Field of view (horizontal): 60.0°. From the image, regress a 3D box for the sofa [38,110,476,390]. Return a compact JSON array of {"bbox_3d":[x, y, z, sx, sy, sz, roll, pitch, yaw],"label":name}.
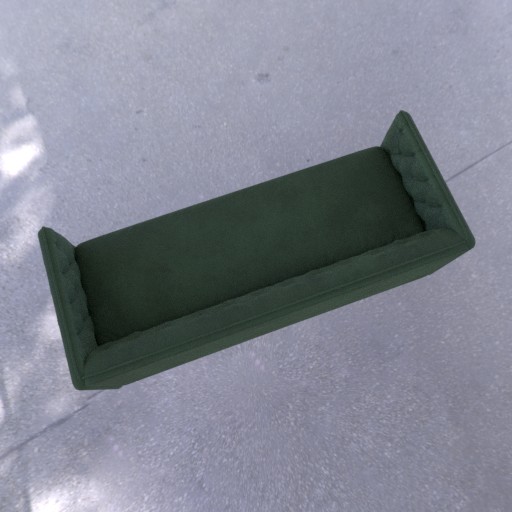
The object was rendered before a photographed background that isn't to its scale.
[{"bbox_3d":[0.000,0.000,2.683,2.209,0.771,0.895,-19,75,-5],"label":"sofa"}]
